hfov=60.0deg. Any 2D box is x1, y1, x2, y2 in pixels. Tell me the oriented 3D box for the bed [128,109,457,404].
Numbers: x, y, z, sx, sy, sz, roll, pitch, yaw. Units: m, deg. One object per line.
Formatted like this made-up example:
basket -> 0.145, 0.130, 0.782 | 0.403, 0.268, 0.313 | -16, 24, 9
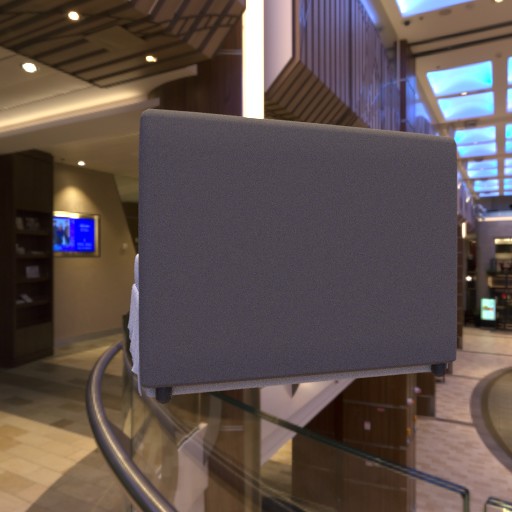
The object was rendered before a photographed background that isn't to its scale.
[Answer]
bed -> 0.000, 0.000, 3.187 | 1.748, 1.330, 2.142 | 0, 0, -17
